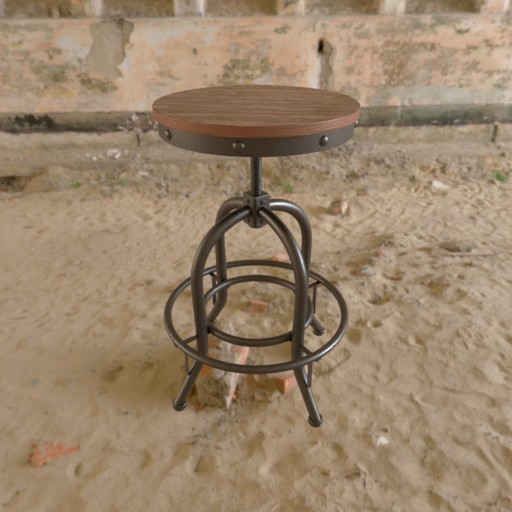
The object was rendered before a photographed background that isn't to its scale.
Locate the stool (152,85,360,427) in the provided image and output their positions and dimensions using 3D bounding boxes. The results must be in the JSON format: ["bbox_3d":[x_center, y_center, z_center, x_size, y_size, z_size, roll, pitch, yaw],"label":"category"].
[{"bbox_3d":[0.000,0.000,0.908,0.439,0.609,0.439,-20,35,-31],"label":"stool"}]
